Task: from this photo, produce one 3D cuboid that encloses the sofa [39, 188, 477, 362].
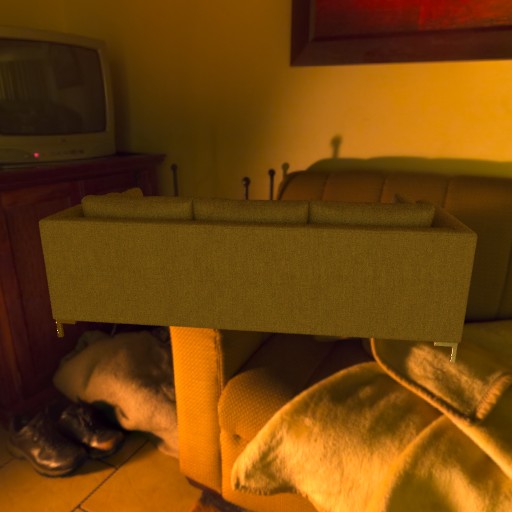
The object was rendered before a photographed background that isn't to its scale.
[{"bbox_3d":[0.000,0.000,2.960,2.415,0.867,0.969,2,18,7],"label":"sofa"}]
